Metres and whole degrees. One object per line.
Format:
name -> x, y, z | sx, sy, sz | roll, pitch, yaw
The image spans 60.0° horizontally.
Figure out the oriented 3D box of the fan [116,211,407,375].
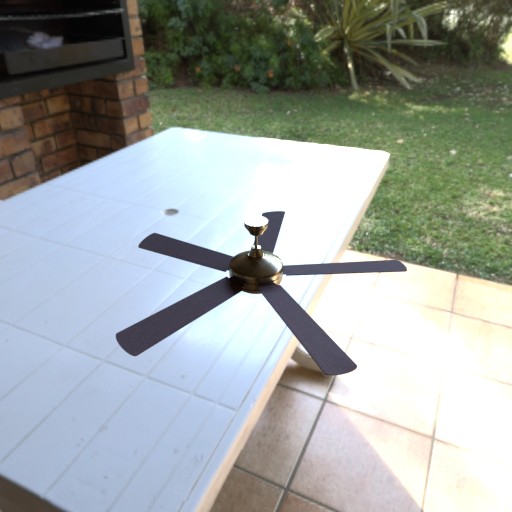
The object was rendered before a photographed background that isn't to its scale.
fan -> 0.000, 0.000, 2.014 | 1.321, 0.356, 1.321 | 10, 32, 16
